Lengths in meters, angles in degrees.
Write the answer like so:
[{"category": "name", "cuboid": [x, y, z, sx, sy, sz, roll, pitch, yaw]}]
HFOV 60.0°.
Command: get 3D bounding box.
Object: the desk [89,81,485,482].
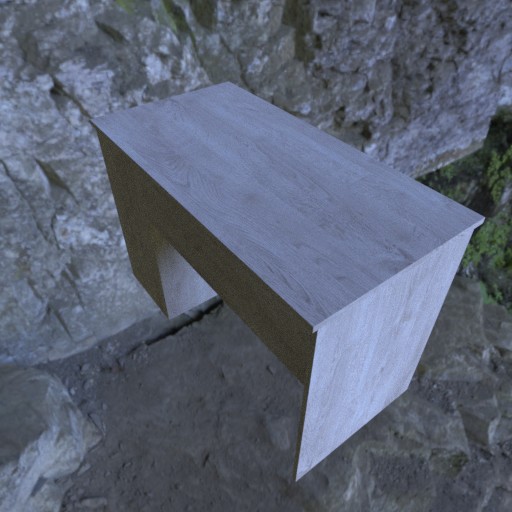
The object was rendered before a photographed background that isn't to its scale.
[{"category": "desk", "cuboid": [0.000, 0.000, 1.515, 0.560, 0.735, 1.097, -27, 48, -27]}]
